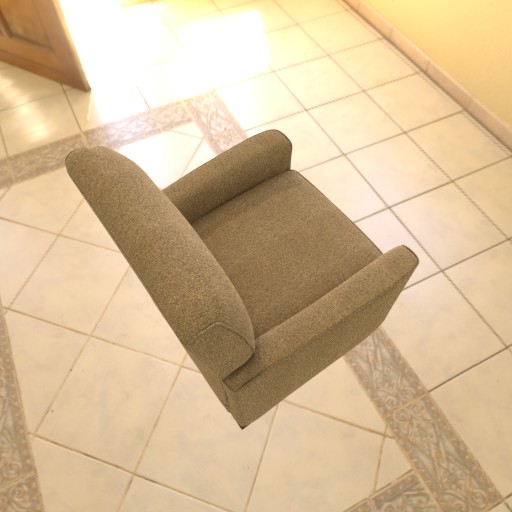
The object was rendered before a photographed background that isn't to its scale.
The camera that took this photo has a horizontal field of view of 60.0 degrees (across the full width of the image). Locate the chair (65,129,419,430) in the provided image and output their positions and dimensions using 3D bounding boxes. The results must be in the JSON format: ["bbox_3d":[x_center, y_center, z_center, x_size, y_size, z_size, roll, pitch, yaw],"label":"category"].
[{"bbox_3d":[0.000,0.000,1.612,0.858,1.028,0.841,-32,63,-18],"label":"chair"}]
